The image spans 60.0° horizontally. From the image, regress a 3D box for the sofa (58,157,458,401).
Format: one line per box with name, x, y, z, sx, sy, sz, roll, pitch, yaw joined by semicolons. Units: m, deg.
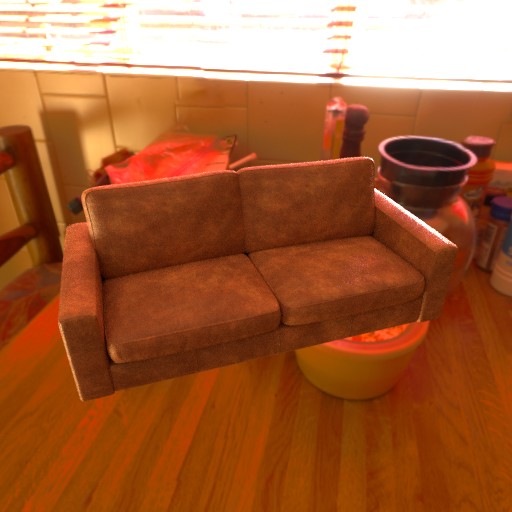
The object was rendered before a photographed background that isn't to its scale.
sofa;0.000;0.000;2.711;2.179;0.873;1.016;-10;32;-15
